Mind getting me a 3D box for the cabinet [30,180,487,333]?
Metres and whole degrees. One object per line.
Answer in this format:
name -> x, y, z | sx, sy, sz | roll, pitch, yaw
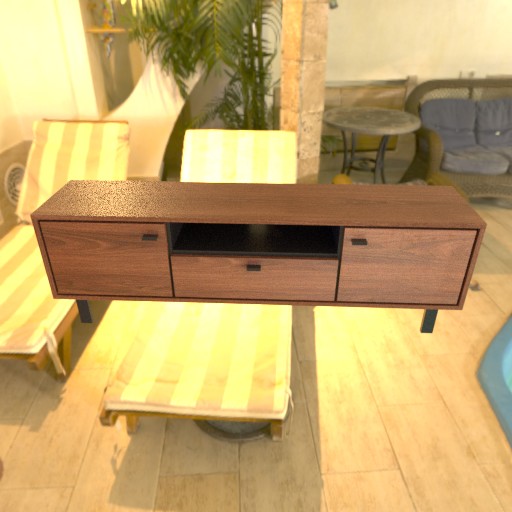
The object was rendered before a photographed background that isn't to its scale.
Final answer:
cabinet -> 0.000, 0.000, 1.868 | 1.650, 0.500, 0.400 | 1, 30, 2
